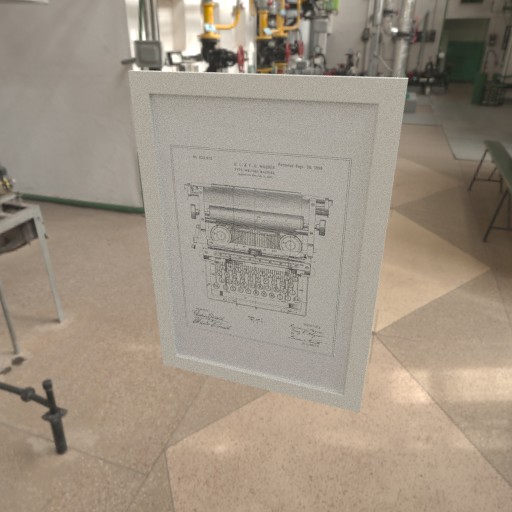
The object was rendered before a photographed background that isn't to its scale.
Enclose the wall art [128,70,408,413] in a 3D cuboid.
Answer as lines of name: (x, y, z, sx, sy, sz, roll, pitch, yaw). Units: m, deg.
wall art: (0.000, 0.000, 0.700, 0.381, 0.533, 0.013, 9, 28, 17)
